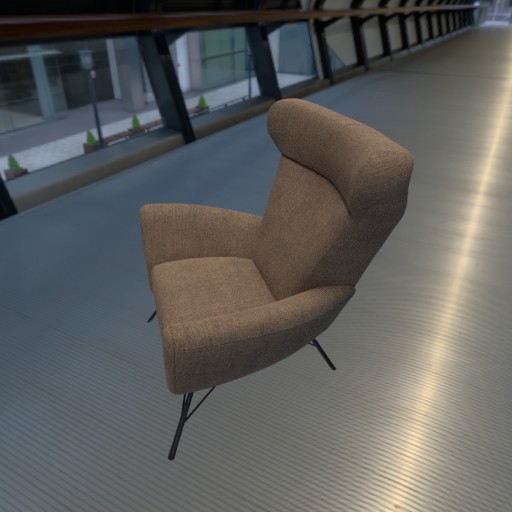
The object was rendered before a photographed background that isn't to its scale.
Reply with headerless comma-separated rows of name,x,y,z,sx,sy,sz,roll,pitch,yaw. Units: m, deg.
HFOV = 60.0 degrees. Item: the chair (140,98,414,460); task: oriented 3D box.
chair,0.000,0.000,1.744,0.900,1.040,0.980,-9,32,-15
